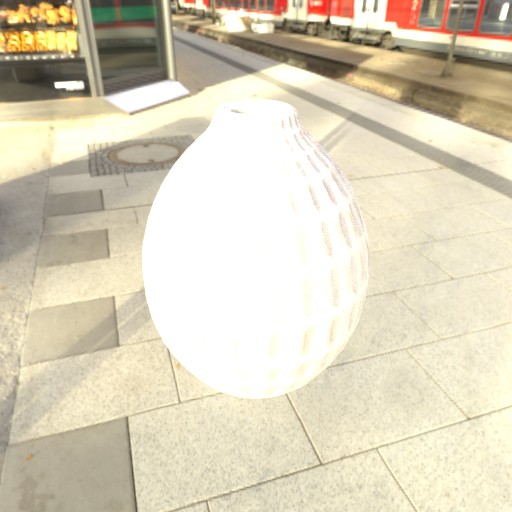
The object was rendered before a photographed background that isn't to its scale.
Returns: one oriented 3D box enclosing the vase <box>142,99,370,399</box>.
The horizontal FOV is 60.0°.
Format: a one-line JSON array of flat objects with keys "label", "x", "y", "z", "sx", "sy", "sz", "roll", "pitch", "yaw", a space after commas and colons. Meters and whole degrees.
[{"label": "vase", "x": 0.000, "y": 0.000, "z": 0.255, "sx": 0.128, "sy": 0.167, "sz": 0.128, "roll": 0, "pitch": 31, "yaw": 0}]
